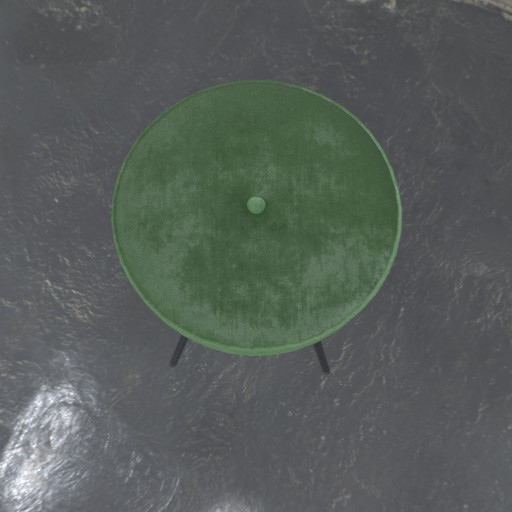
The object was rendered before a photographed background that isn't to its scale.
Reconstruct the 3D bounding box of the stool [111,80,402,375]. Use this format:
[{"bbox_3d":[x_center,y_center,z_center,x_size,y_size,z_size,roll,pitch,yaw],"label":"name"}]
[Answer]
[{"bbox_3d":[0.000,0.000,0.919,0.430,0.595,0.457,3,75,1],"label":"stool"}]
